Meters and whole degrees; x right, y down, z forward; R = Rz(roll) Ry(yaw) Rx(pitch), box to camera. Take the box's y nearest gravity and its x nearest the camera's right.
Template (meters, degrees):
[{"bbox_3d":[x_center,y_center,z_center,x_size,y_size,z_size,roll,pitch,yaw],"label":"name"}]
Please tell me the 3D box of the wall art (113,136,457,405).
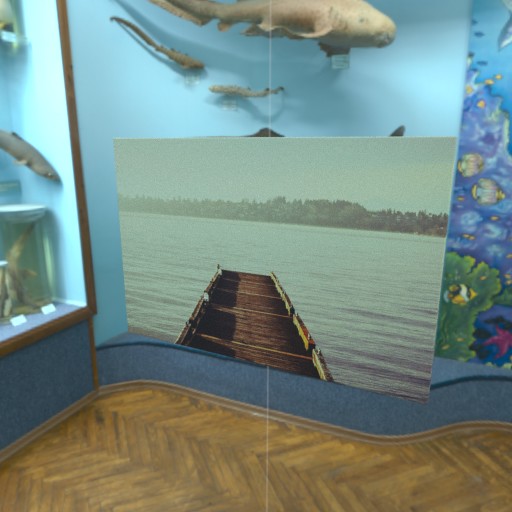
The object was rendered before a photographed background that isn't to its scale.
[{"bbox_3d":[0.000,0.000,1.477,1.149,0.765,0.040,7,16,26],"label":"wall art"}]
